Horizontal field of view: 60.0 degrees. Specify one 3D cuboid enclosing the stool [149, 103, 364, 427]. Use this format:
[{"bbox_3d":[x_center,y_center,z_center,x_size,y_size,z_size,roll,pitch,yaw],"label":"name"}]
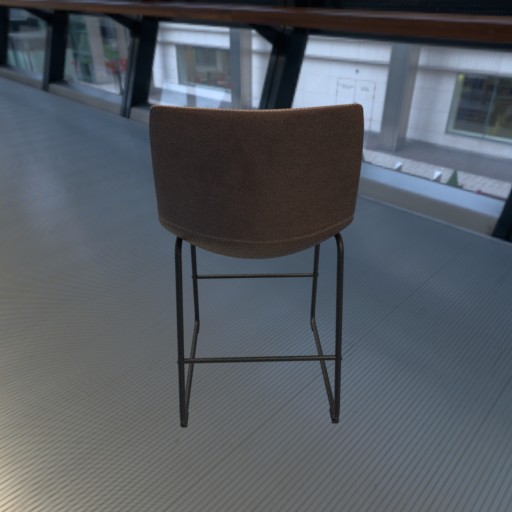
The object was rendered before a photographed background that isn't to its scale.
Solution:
[{"bbox_3d":[0.000,0.000,1.203,0.460,0.890,0.550,-1,30,-2],"label":"stool"}]
